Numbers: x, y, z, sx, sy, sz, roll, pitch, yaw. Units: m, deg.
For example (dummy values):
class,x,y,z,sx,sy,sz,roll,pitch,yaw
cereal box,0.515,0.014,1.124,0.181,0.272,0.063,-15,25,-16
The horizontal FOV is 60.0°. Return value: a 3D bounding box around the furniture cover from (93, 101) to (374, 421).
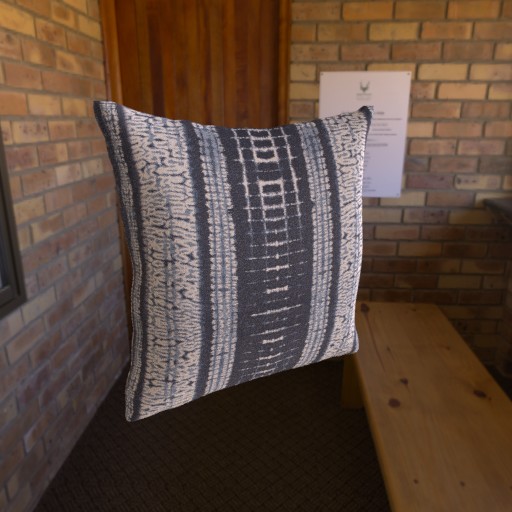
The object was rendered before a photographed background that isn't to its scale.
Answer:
class,x,y,z,sx,sy,sz,roll,pitch,yaw
furniture cover,0.000,0.000,0.666,0.425,0.435,0.133,-9,19,-27
